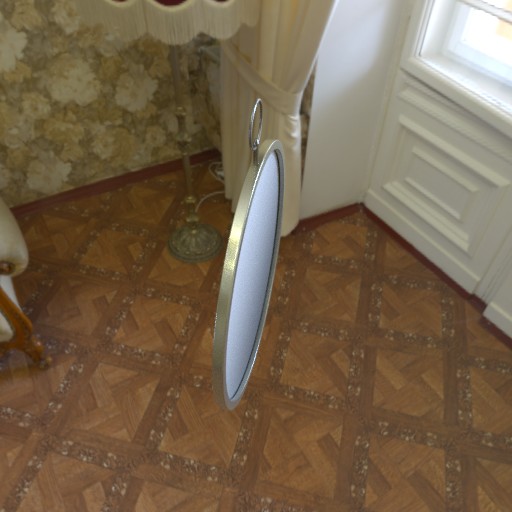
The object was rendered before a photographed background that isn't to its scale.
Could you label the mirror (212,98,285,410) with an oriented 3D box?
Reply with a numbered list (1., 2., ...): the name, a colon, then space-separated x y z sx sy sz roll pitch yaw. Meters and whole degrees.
1. mirror: 0.000 0.000 0.960 0.020 0.713 0.594 10 48 9
